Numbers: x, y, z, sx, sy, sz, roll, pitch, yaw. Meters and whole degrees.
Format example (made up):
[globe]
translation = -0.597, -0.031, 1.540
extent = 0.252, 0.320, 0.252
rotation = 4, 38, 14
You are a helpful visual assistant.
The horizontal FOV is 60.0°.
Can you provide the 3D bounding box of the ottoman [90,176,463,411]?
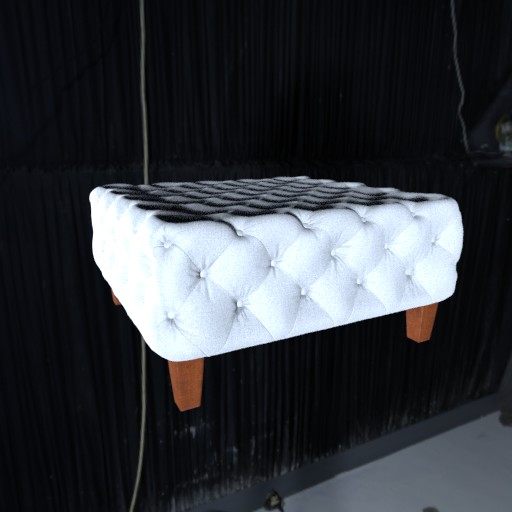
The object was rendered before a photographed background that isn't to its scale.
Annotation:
[ottoman]
translation = 0.000, 0.000, 1.205
extent = 0.764, 0.365, 0.758
rotation = -8, 17, -27
